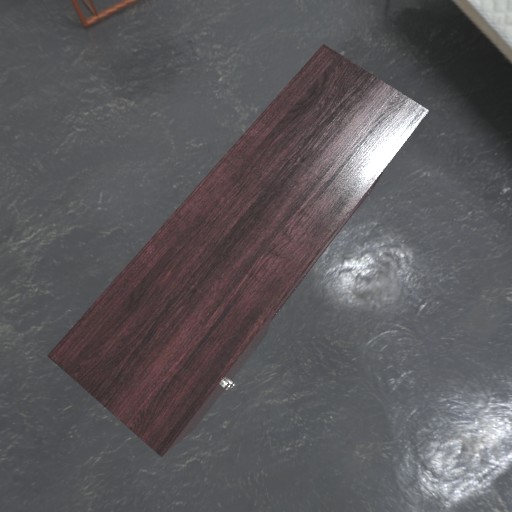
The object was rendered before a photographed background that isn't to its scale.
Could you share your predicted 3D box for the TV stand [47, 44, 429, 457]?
[{"bbox_3d":[0.000,0.000,1.503,0.404,0.614,1.192,37,78,9],"label":"TV stand"}]
